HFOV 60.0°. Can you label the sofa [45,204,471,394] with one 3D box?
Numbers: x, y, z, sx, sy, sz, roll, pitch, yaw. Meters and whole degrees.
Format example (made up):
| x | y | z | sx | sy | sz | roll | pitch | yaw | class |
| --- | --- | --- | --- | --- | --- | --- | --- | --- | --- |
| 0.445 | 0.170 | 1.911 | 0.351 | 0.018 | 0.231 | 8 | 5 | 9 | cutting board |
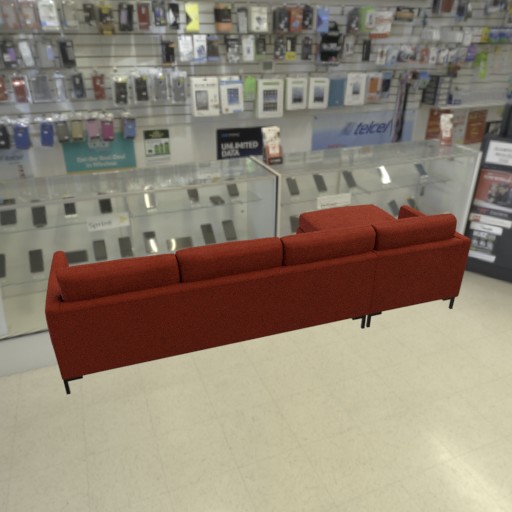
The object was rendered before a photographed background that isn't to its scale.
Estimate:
| x | y | z | sx | sy | sz | roll | pitch | yaw | class |
| --- | --- | --- | --- | --- | --- | --- | --- | --- | --- |
| 0.000 | 0.000 | 2.913 | 2.467 | 0.663 | 1.136 | -9 | 28 | -17 | sofa |
